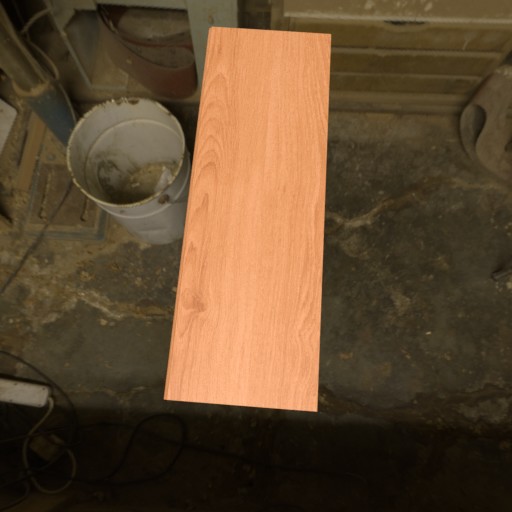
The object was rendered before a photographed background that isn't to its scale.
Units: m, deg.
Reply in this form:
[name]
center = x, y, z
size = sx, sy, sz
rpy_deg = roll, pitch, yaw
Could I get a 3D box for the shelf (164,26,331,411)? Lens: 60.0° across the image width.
[shelf]
center = 0.000, 0.000, 1.408
size = 0.291, 0.980, 0.840
rpy_deg = 4, 75, 1
